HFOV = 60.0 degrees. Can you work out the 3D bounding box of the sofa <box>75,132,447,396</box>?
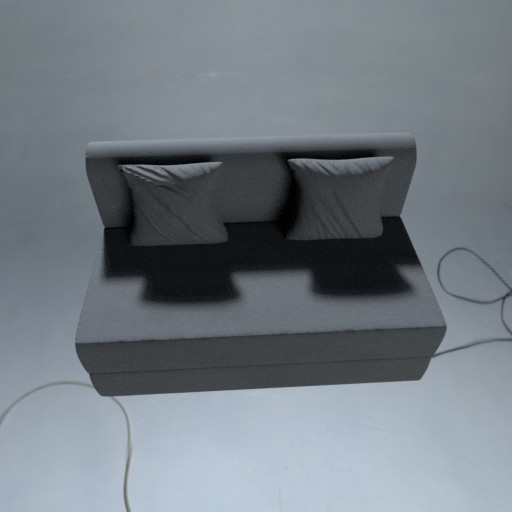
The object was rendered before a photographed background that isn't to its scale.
[{"bbox_3d":[0.000,0.000,1.693,1.225,0.670,0.762,-2,46,-2],"label":"sofa"}]
